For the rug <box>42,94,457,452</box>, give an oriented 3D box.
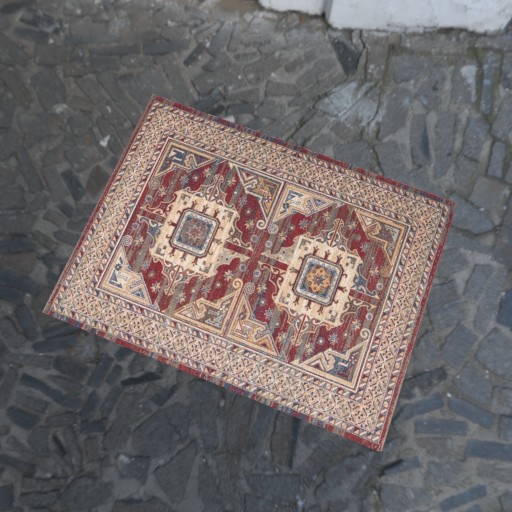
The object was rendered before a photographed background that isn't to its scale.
[{"bbox_3d":[0.000,0.000,4.110,3.197,0.013,2.381,21,77,5],"label":"rug"}]
